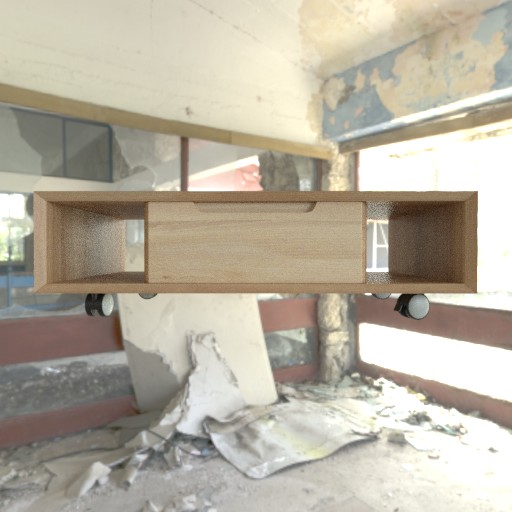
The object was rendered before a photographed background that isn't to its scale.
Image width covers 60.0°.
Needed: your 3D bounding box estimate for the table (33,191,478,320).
[{"bbox_3d":[0.000,0.000,1.448,1.100,0.330,0.700,0,1,0],"label":"table"}]
